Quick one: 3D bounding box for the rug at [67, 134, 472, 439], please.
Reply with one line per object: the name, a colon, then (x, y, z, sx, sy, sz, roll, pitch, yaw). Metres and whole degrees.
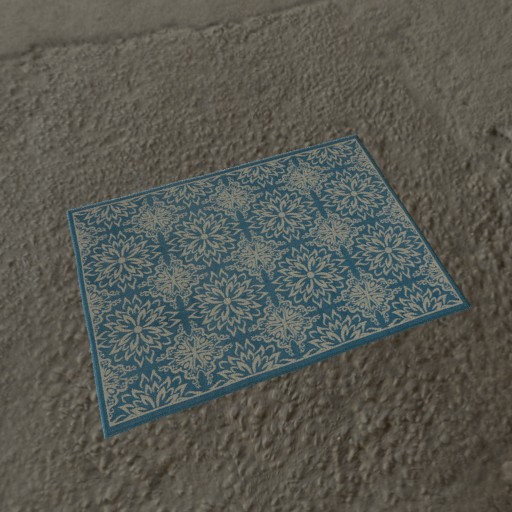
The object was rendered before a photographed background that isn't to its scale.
rug: (0.000, 0.000, 2.851, 2.205, 0.012, 1.554, -17, 60, -10)
